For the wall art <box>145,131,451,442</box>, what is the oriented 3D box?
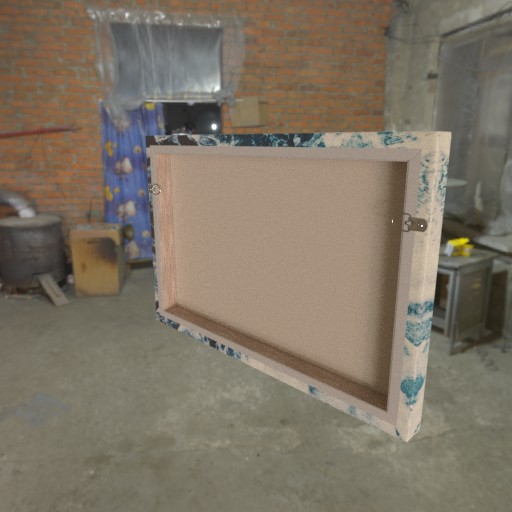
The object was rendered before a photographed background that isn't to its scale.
[{"bbox_3d":[0.000,0.000,0.766,0.609,0.407,0.043,14,20,43],"label":"wall art"}]
